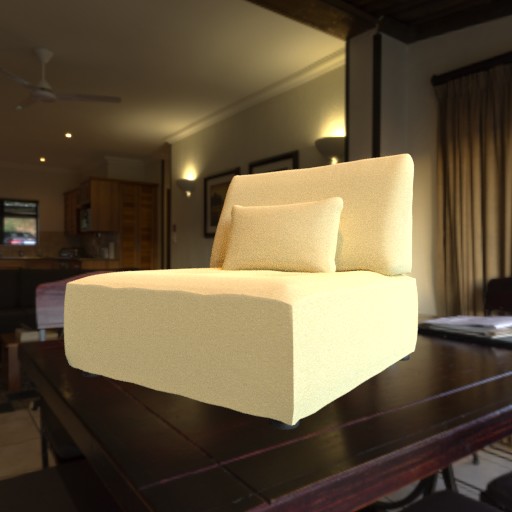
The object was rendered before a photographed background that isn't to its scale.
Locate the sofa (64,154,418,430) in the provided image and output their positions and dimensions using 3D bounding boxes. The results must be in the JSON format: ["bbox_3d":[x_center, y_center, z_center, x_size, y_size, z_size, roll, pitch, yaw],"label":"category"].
[{"bbox_3d":[0.000,0.000,1.669,0.930,0.820,1.000,0,0,35],"label":"sofa"}]
